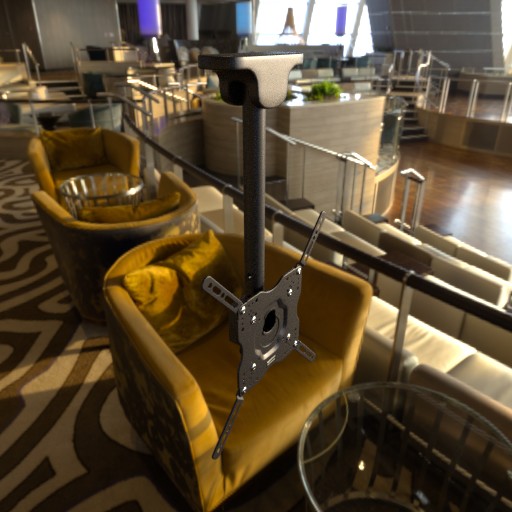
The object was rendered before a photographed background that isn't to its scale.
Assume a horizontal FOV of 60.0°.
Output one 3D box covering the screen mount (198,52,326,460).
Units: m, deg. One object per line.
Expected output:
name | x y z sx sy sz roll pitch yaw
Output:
screen mount | 0.000 0.000 0.877 0.090 0.729 0.393 19 32 33
